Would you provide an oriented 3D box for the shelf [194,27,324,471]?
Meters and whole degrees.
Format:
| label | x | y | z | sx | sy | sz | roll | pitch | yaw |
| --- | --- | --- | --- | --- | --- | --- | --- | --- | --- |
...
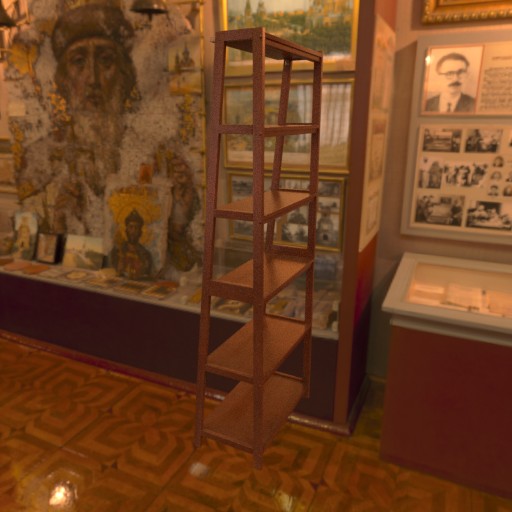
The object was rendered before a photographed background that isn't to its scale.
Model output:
| label | x | y | z | sx | sy | sz | roll | pitch | yaw |
| --- | --- | --- | --- | --- | --- | --- | --- | --- | --- |
| shelf | 0.000 | 0.000 | 2.172 | 0.382 | 1.892 | 0.660 | 9 | 19 | 25 |
